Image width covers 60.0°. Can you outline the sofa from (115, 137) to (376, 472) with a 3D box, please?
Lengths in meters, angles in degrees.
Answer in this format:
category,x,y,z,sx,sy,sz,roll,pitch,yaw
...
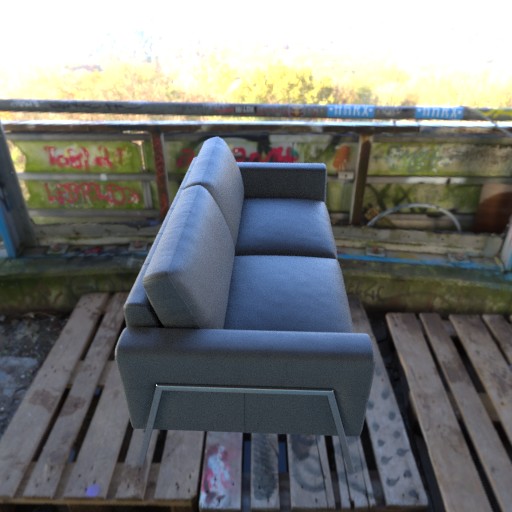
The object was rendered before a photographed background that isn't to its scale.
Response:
category,x,y,z,sx,sy,sz,roll,pitch,yaw
sofa,0.000,0.000,2.510,0.953,0.875,2.017,1,32,2
